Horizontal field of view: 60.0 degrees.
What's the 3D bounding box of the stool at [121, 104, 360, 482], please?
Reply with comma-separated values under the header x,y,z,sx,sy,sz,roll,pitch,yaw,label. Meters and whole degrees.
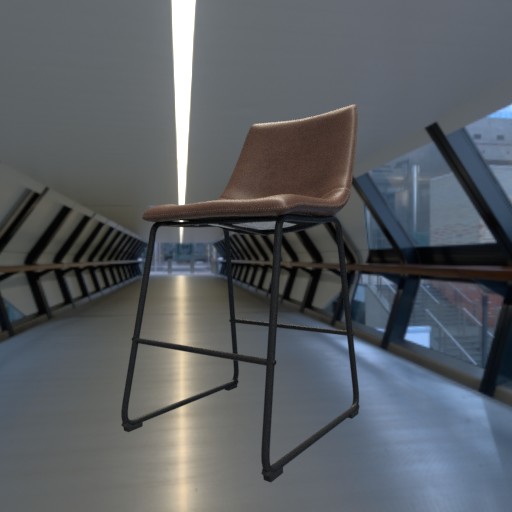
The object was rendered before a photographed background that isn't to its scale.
x,y,z,sx,sy,sz,roll,pitch,yaw,label
0.000,0.000,1.212,0.460,0.890,0.550,0,1,35,stool
